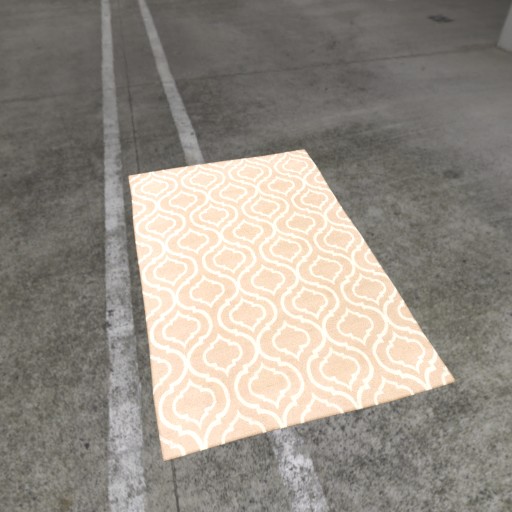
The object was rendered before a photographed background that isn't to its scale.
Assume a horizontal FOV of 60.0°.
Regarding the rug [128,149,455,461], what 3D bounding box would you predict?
[{"bbox_3d":[0.000,0.000,2.217,1.152,0.013,1.761,-11,46,-11],"label":"rug"}]
